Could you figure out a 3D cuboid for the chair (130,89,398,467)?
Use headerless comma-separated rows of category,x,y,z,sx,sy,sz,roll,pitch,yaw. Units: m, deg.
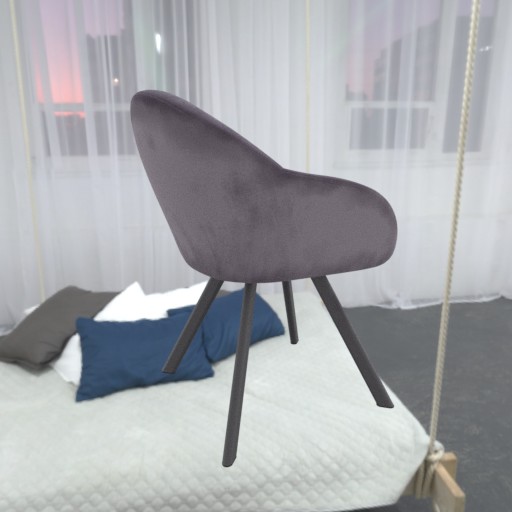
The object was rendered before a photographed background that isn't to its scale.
chair,0.000,0.000,1.169,0.590,0.795,0.550,-7,16,-27
